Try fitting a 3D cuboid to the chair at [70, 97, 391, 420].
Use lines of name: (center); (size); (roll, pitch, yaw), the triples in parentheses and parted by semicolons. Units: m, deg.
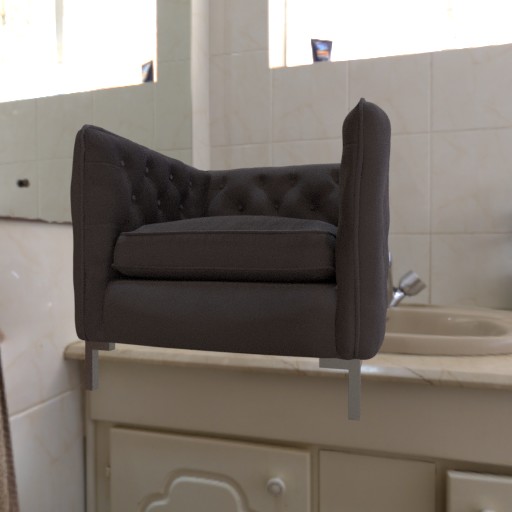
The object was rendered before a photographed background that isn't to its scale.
chair: (0.000, 0.000, 1.612); (0.946, 0.807, 0.913); (0, 0, 18)
